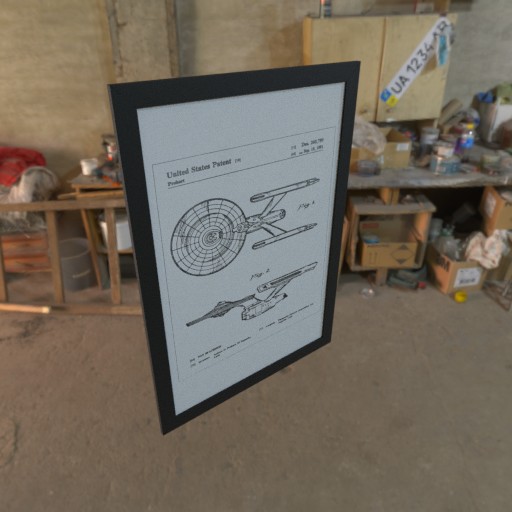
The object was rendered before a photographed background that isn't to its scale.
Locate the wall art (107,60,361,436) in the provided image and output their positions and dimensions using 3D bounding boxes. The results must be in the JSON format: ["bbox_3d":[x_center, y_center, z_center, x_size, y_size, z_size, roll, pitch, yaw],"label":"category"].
[{"bbox_3d":[0.000,0.000,0.683,0.379,0.530,0.008,-20,35,-32],"label":"wall art"}]
